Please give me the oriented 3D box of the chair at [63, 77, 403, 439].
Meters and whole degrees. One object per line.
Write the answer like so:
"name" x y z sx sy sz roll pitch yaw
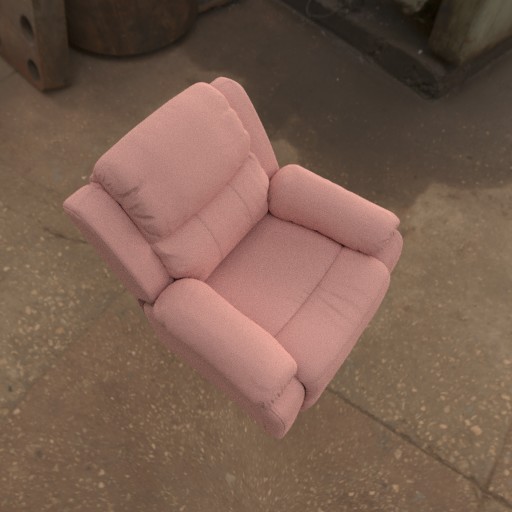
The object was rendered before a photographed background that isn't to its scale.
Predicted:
"chair" 0.000 0.000 1.265 0.709 0.702 0.680 32 63 18
